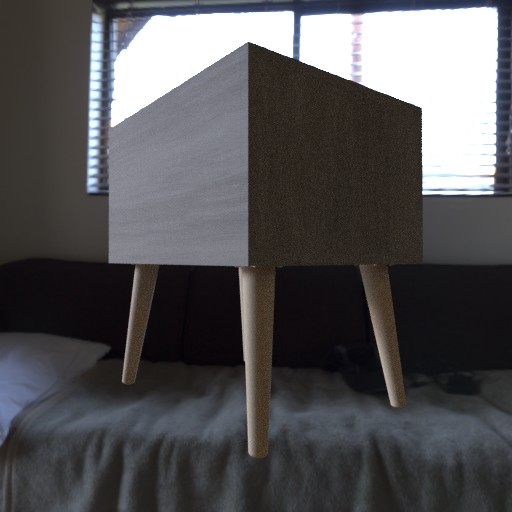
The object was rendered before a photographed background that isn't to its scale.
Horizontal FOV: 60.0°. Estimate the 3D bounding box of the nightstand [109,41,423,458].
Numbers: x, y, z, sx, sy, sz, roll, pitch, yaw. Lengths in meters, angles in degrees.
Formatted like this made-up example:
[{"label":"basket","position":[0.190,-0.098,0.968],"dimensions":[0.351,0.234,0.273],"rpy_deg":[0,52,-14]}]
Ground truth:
[{"label":"nightstand","position":[0.000,0.000,0.811],"dimensions":[0.380,0.500,0.450],"rpy_deg":[0,0,-38]}]
